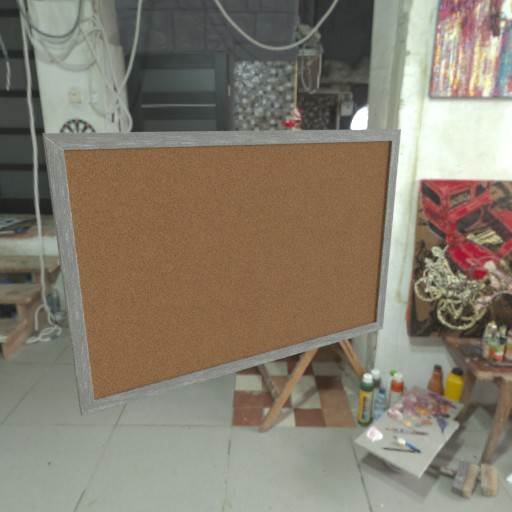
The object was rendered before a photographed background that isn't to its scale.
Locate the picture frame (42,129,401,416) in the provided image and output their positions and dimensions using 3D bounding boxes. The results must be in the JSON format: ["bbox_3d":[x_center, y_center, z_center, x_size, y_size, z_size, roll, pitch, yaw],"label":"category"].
[{"bbox_3d":[0.000,0.000,1.179,0.950,0.640,0.029,-9,19,-27],"label":"picture frame"}]
